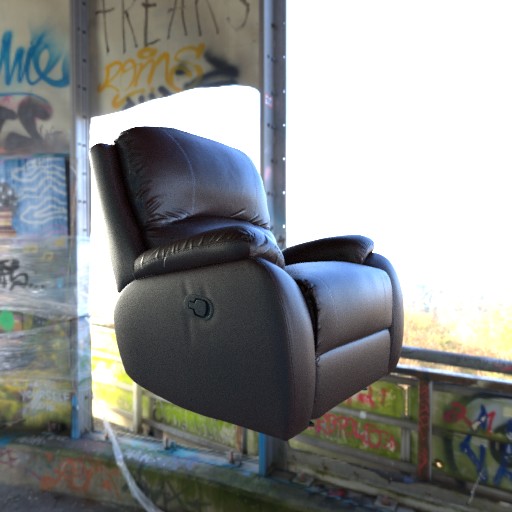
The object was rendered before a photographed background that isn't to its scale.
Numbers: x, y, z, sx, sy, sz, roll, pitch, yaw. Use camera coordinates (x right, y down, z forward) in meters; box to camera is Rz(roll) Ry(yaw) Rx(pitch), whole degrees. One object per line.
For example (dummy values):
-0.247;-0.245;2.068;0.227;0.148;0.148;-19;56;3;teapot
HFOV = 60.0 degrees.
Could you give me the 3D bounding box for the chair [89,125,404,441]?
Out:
0.000;0.000;1.710;0.899;1.011;0.930;1;2;36;chair
